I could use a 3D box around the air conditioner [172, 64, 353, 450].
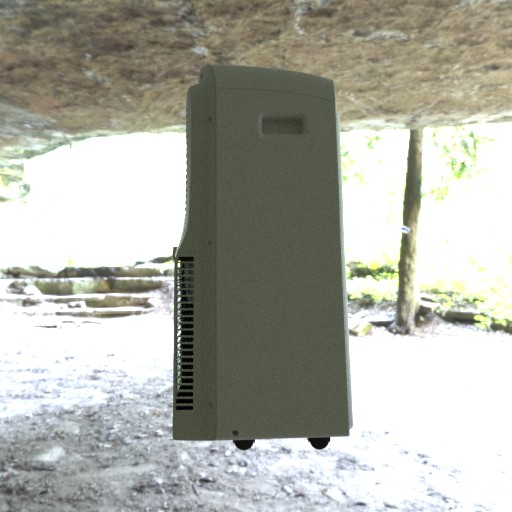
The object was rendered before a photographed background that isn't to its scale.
[{"bbox_3d":[0.000,0.000,0.976,0.365,0.700,0.454,0,-1,-1],"label":"air conditioner"}]
